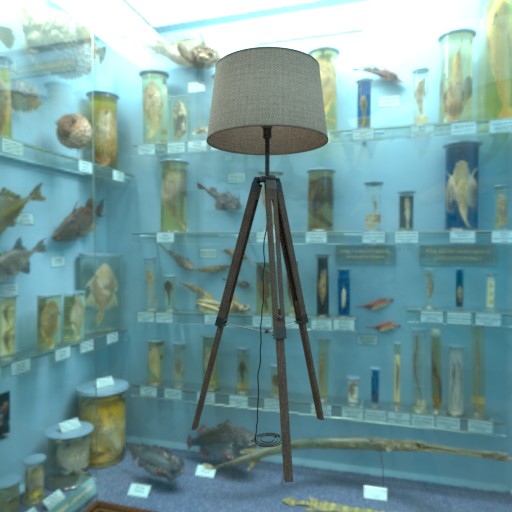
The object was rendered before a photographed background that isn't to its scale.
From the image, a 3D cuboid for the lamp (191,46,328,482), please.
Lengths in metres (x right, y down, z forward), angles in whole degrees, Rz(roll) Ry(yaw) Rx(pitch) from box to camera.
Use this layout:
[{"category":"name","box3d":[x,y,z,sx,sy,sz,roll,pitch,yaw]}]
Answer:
[{"category":"lamp","box3d":[0.000,0.000,1.825,0.587,1.510,0.604,0,1,18]}]
